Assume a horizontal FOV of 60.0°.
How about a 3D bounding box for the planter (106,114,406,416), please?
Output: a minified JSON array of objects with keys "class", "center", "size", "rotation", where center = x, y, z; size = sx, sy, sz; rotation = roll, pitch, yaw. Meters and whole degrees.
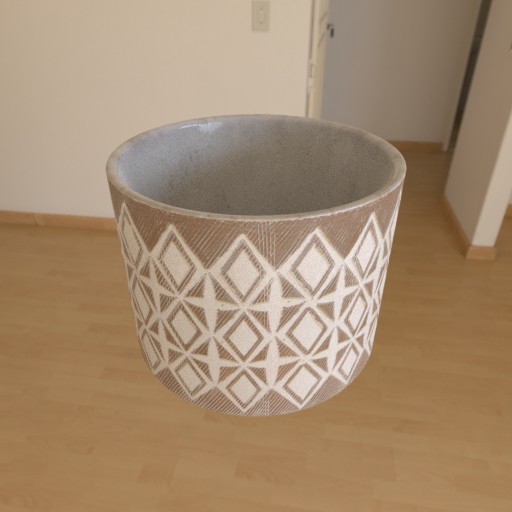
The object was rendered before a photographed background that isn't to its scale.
[{"class":"planter","center":[0.000,0.000,0.339],"size":[0.193,0.165,0.193],"rotation":[0,32,0]}]
